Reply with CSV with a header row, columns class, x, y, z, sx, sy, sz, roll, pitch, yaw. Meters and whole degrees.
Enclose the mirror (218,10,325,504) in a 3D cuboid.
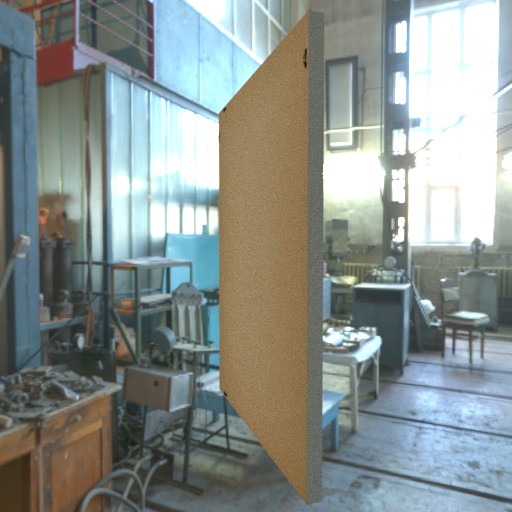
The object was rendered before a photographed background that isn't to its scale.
class,x,y,z,sx,sy,sz,roll,pitch,yaw
mirror,0.000,0.000,1.275,0.040,1.016,0.762,-1,2,-19
